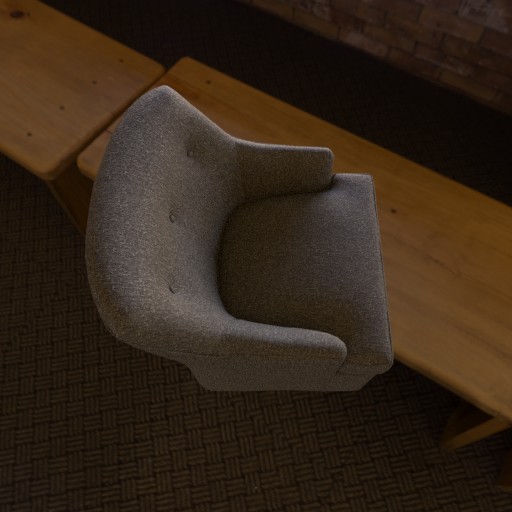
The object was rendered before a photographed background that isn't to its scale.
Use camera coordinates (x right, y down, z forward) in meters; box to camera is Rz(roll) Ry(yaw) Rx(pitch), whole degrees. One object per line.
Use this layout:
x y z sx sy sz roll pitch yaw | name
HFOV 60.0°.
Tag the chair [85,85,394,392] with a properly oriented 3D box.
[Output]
0.000 0.000 1.586 0.923 0.856 0.864 2 62 1 | chair
